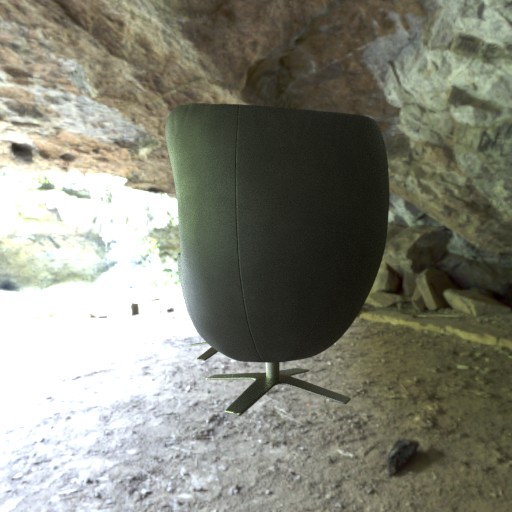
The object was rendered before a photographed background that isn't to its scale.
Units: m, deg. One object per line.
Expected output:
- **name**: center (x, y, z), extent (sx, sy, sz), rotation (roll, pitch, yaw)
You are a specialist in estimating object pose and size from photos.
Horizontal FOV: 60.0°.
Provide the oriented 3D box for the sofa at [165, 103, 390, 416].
- **sofa**: center (0.000, 0.000, 2.113), extent (0.894, 1.135, 1.444), rotation (0, 1, -16)
